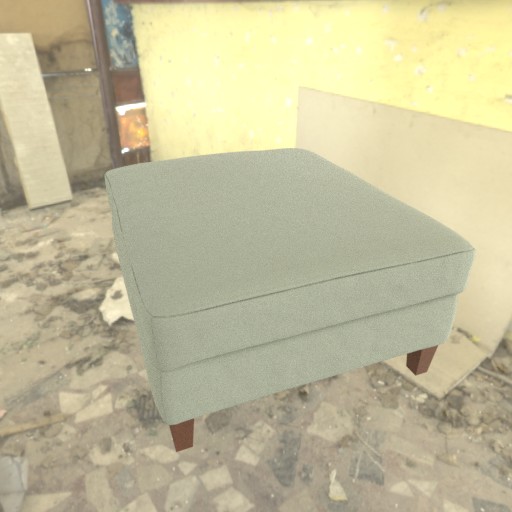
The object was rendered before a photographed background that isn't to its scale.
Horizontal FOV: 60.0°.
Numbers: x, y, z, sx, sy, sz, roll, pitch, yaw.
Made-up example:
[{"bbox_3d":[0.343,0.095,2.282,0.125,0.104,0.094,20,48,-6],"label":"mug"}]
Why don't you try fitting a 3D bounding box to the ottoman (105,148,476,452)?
[{"bbox_3d":[0.000,0.000,1.462,0.842,0.494,0.991,-11,31,-19],"label":"ottoman"}]
